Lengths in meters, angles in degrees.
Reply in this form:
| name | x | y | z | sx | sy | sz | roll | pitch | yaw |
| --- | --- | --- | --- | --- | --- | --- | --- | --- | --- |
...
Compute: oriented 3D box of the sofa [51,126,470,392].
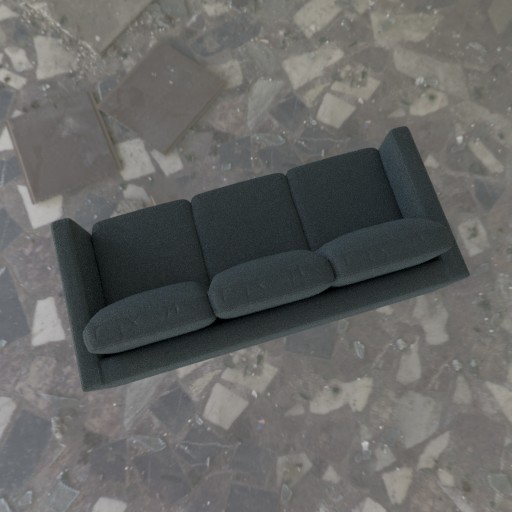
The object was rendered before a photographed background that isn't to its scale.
| name | x | y | z | sx | sy | sz | roll | pitch | yaw |
| --- | --- | --- | --- | --- | --- | --- | --- | --- | --- |
| sofa | 0.000 | 0.000 | 2.526 | 2.013 | 0.945 | 0.935 | -16 | 77 | -4 |
